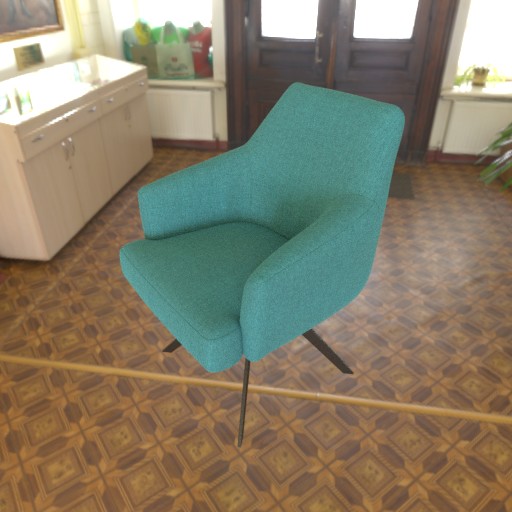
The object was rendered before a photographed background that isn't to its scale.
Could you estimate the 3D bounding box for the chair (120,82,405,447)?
[{"bbox_3d":[0.000,0.000,1.337,0.677,0.874,0.642,-21,38,-30],"label":"chair"}]
